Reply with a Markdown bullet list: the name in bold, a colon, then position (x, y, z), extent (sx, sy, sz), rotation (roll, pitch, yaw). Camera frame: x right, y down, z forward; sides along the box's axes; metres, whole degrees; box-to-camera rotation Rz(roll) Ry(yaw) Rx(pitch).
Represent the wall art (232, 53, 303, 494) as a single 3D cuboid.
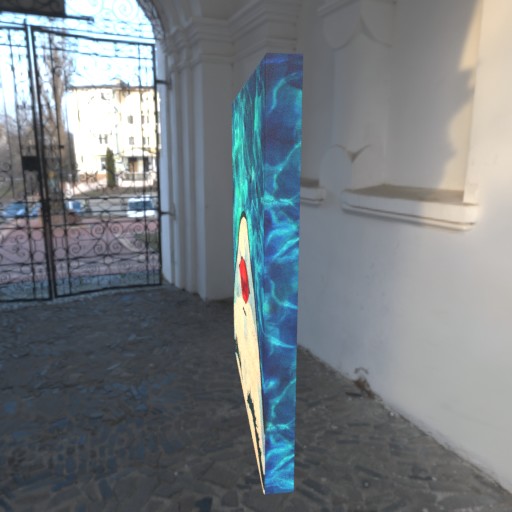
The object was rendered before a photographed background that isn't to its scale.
- **wall art**: position (0.000, 0.000, 0.703), extent (0.038, 0.508, 0.432), rotation (-2, 13, -7)
